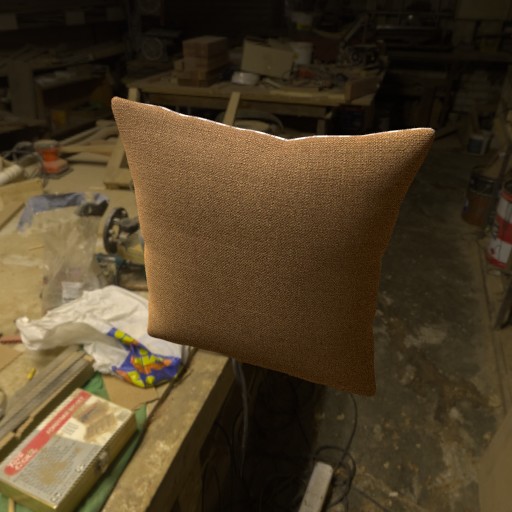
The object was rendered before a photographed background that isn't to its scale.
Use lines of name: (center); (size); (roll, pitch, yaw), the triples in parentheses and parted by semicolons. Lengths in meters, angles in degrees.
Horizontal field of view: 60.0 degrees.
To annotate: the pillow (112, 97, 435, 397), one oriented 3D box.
pillow: (0.000, 0.000, 0.673); (0.432, 0.437, 0.147); (10, 33, 17)
